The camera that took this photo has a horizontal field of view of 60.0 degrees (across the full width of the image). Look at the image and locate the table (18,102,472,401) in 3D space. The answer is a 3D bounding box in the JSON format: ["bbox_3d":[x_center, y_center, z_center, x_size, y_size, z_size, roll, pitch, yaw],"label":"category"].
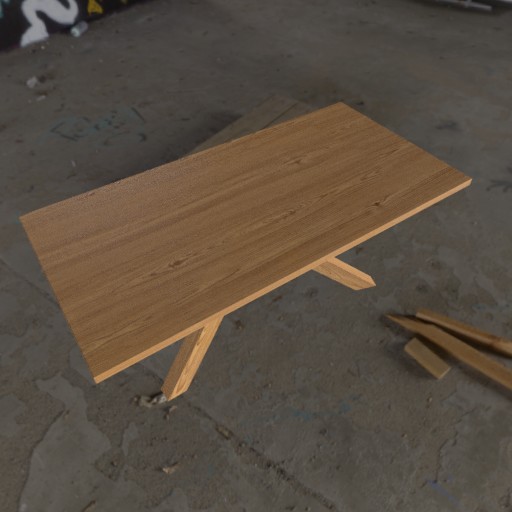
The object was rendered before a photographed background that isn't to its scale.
[{"bbox_3d":[0.000,0.000,2.217,1.797,0.750,0.901,-26,51,-23],"label":"table"}]
